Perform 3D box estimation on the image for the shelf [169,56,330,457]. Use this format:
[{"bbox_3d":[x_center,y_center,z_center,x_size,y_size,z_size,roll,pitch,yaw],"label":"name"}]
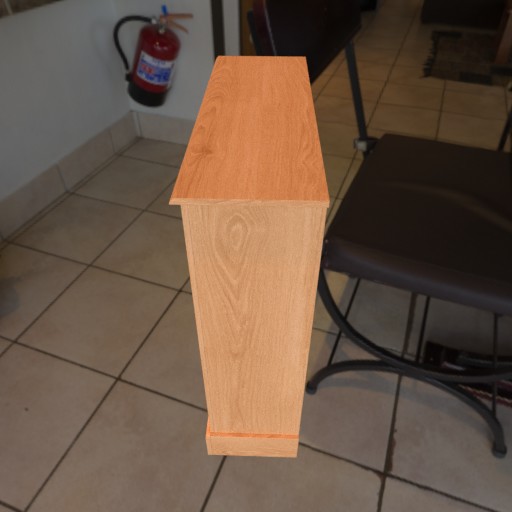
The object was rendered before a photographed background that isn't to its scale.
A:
[{"bbox_3d":[0.000,0.000,1.430,0.291,0.980,0.840,1,40,1],"label":"shelf"}]
